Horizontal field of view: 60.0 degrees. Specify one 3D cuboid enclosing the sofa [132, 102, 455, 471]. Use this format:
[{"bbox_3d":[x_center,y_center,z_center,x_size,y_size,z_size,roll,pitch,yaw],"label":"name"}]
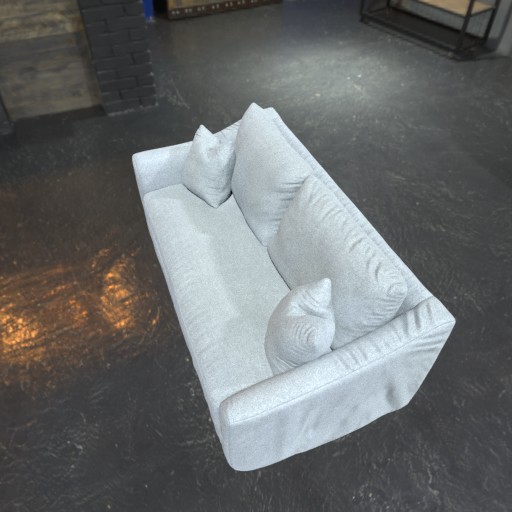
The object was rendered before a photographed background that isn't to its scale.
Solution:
[{"bbox_3d":[0.000,0.000,2.628,1.072,1.018,2.010,-16,48,-15],"label":"sofa"}]
